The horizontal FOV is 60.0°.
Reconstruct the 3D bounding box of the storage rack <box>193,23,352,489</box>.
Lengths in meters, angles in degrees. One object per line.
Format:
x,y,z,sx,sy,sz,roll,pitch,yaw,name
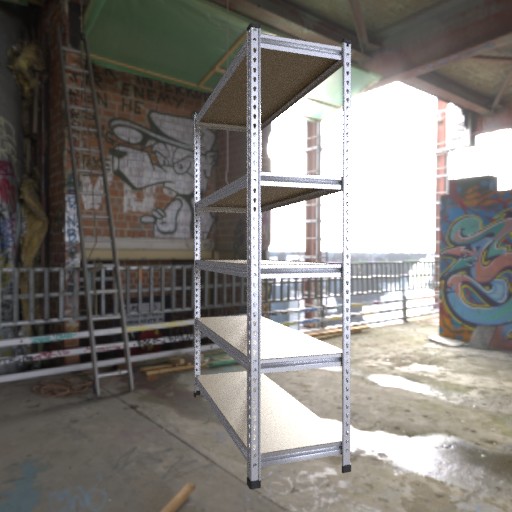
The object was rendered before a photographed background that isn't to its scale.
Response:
0.000,0.000,2.385,0.457,1.829,1.219,0,0,-18,storage rack
